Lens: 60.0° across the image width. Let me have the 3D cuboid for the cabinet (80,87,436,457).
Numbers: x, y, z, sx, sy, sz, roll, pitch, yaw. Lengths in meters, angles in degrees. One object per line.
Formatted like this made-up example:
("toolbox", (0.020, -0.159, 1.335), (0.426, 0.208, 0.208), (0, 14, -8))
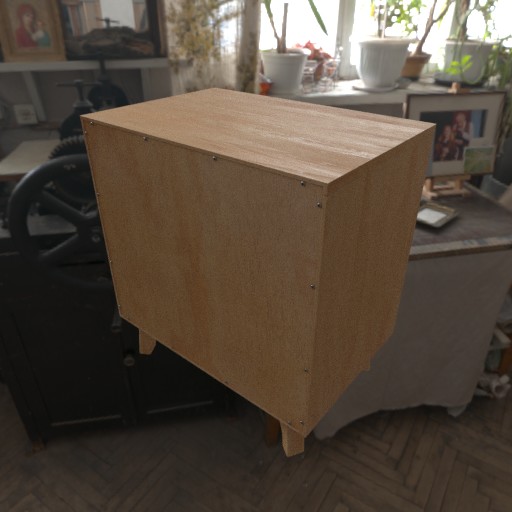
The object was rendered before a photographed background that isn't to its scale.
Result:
("cabinet", (0.000, 0.000, 0.983), (0.551, 0.599, 0.394), (23, 38, 33))
